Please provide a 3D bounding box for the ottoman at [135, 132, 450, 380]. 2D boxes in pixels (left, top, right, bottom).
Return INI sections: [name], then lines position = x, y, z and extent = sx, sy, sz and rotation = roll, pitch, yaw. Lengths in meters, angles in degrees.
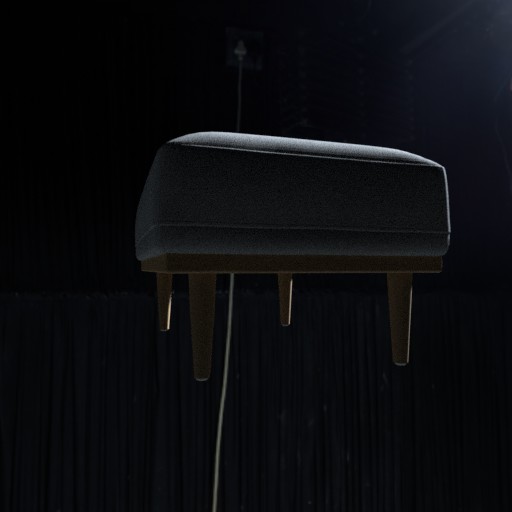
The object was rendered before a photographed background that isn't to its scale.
[ottoman]
position = 0.000, 0.000, 1.084
extent = 0.549, 0.428, 0.749
rotation = 1, -2, -17
